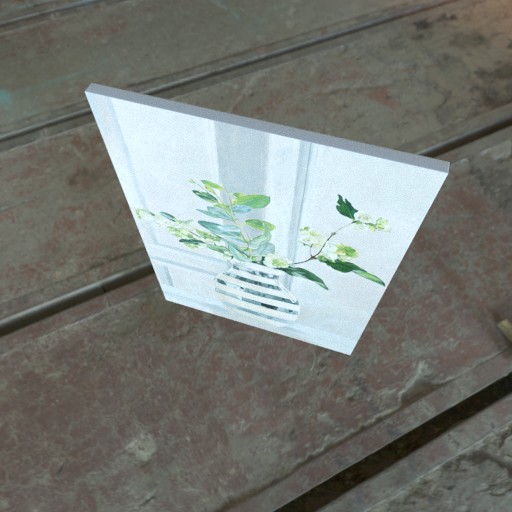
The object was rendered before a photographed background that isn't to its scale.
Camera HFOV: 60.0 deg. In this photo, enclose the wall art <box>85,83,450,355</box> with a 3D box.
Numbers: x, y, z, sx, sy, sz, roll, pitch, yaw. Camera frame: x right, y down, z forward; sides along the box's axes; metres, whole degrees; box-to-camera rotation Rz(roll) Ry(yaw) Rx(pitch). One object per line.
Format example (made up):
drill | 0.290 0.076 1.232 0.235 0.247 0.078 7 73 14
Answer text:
wall art | 0.000 0.000 1.587 0.914 1.212 0.038 15 60 9
